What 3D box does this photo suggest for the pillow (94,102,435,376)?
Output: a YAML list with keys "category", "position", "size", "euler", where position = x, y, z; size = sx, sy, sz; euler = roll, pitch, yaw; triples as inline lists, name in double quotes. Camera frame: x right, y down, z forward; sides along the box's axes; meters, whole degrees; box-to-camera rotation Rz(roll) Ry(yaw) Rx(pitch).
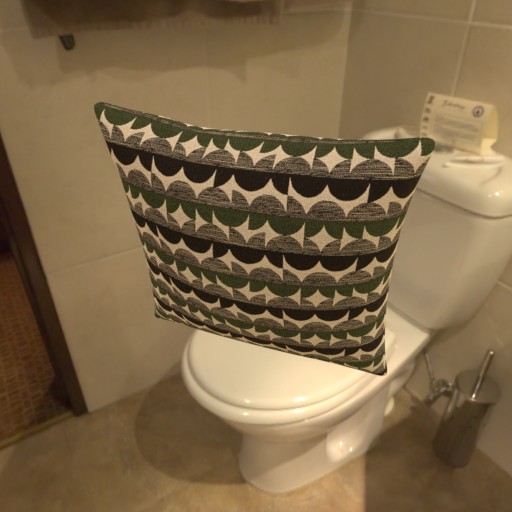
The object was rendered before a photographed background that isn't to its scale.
- category: "pillow"
  position: [0.000, 0.000, 0.632]
  size: [0.419, 0.404, 0.180]
  euler: [11, 35, 17]
